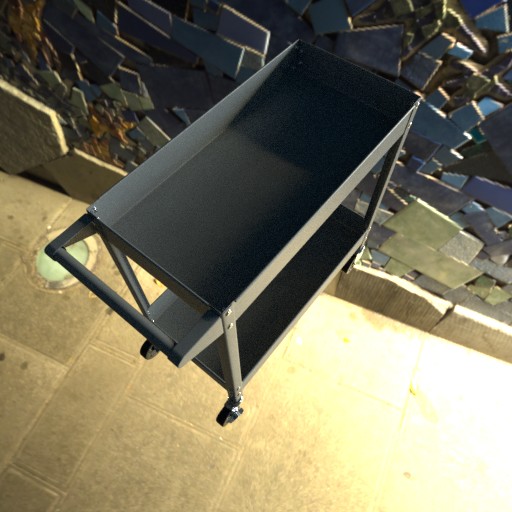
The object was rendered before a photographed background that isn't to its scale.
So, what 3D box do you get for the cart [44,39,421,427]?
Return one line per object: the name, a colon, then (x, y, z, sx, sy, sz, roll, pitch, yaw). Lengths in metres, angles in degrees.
cart: (0.000, 0.000, 1.181, 0.366, 0.719, 0.779, 35, 65, 19)
